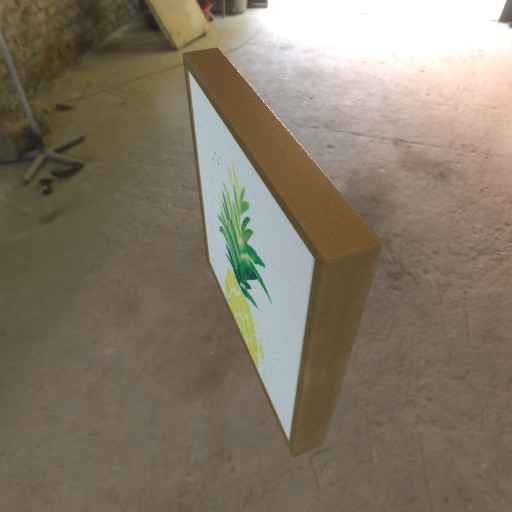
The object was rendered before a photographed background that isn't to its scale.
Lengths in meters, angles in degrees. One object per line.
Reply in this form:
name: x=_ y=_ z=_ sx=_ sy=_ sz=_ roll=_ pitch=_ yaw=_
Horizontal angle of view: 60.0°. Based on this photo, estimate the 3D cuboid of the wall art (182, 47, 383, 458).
wall art: x=0.000 y=0.000 z=0.460 sx=0.038 sy=0.305 sz=0.306 roll=-16 pitch=48 yaw=-15
